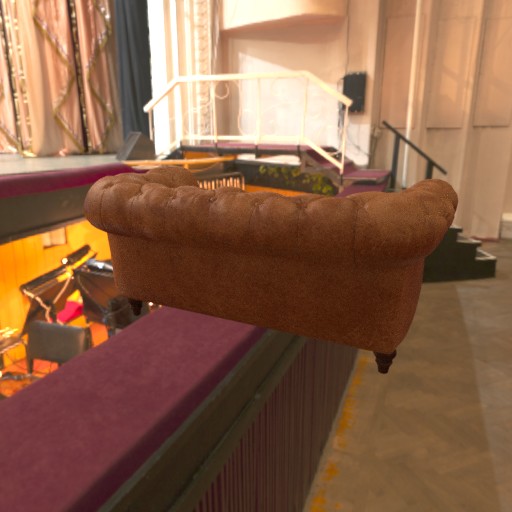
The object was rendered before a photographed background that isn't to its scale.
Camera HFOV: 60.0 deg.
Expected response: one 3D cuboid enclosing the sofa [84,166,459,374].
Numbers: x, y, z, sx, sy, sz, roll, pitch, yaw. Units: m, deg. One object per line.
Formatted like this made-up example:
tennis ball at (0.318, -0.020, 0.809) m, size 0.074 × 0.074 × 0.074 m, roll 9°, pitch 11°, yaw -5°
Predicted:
sofa at (0.000, 0.000, 2.499) m, size 1.979 × 0.877 × 1.042 m, roll 8°, pitch 18°, yaw 25°
